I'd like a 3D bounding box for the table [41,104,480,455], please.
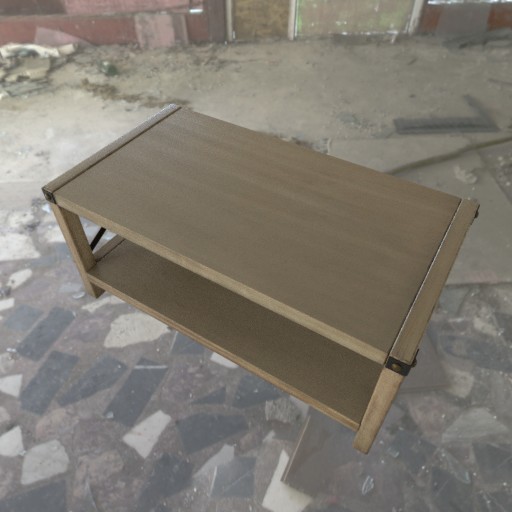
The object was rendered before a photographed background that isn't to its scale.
[{"bbox_3d":[0.000,0.000,1.310,1.016,0.456,0.559,24,51,21],"label":"table"}]
